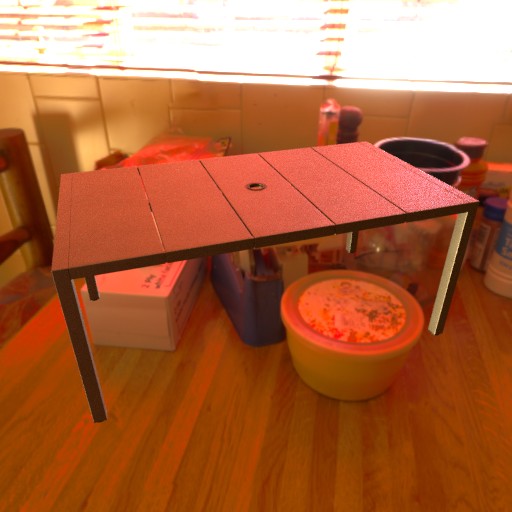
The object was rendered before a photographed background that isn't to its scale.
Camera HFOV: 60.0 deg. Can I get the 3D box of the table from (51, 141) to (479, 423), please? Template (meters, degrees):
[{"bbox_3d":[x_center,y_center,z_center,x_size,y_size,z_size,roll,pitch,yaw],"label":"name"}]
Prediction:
[{"bbox_3d":[0.000,0.000,2.190,1.680,0.735,0.914,-10,32,-16],"label":"table"}]
